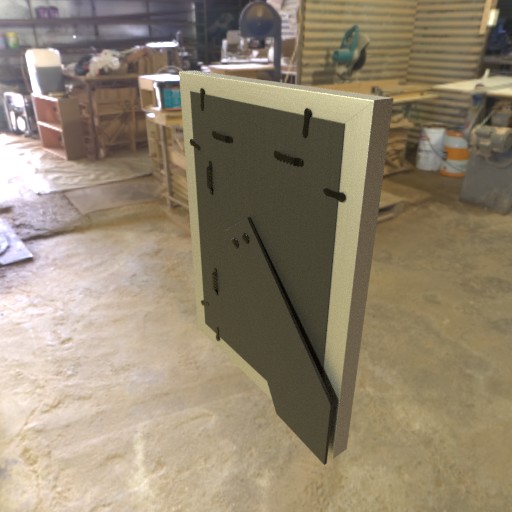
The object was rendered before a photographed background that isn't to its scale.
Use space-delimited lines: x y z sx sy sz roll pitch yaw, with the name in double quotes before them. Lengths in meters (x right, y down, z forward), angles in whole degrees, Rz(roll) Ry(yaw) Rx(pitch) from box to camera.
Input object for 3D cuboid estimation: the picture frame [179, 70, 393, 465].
"picture frame" 0.000 0.000 0.526 0.036 0.386 0.307 -18 32 -32
